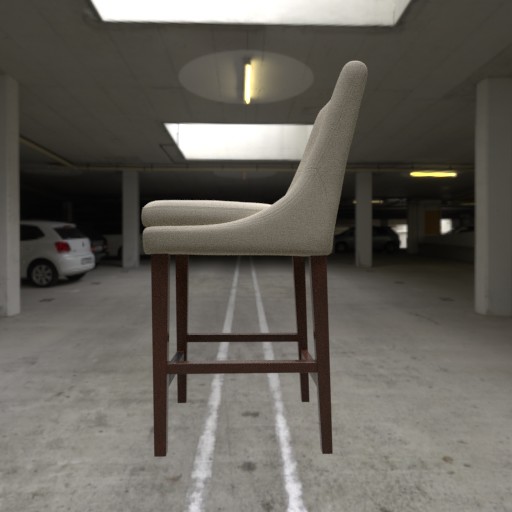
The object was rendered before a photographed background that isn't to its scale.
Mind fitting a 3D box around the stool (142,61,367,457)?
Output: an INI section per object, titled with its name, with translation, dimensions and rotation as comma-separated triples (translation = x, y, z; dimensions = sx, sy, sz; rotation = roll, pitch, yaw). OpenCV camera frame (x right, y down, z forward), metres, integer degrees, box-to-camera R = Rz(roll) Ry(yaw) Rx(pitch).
[stool]
translation = 0.000, 0.000, 1.298
dimensions = 0.577, 0.981, 0.470
rotation = 0, 0, -2
